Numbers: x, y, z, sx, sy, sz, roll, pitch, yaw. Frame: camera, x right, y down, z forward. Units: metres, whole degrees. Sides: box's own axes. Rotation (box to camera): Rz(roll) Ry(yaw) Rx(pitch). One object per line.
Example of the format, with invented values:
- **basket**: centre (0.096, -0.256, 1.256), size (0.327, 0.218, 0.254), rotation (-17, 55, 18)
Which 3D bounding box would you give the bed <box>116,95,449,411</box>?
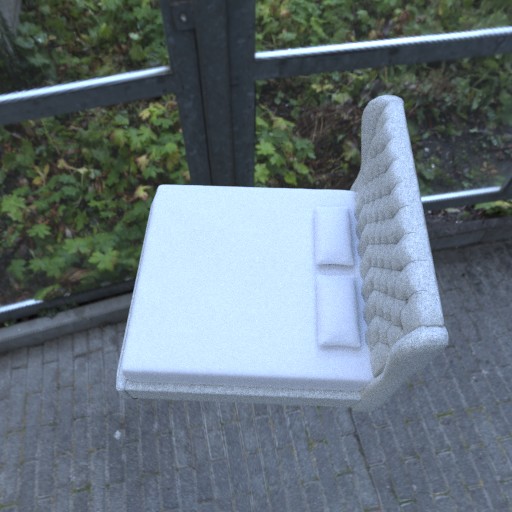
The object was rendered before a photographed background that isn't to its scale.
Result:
- **bed**: centre (0.000, 0.000, 3.866), size (2.347, 1.771, 2.219), rotation (2, 59, 1)
